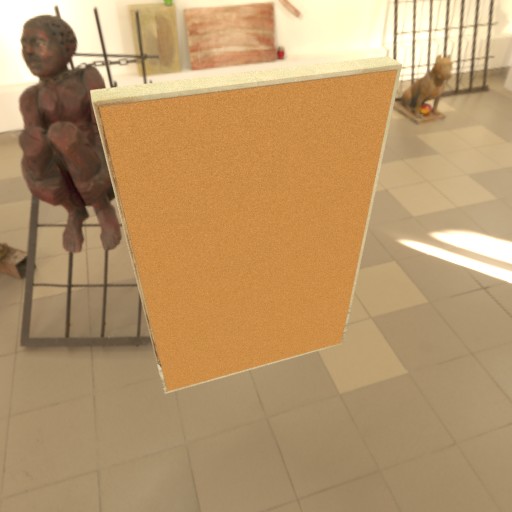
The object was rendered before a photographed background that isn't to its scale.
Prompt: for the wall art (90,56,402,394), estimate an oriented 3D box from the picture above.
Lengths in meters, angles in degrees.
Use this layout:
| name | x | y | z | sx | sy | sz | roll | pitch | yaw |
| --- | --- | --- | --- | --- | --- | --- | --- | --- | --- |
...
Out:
| name | x | y | z | sx | sy | sz | roll | pitch | yaw |
| --- | --- | --- | --- | --- | --- | --- | --- | --- | --- |
| wall art | 0.000 | 0.000 | 0.762 | 0.403 | 0.607 | 0.036 | -12 | 43 | -14 |
